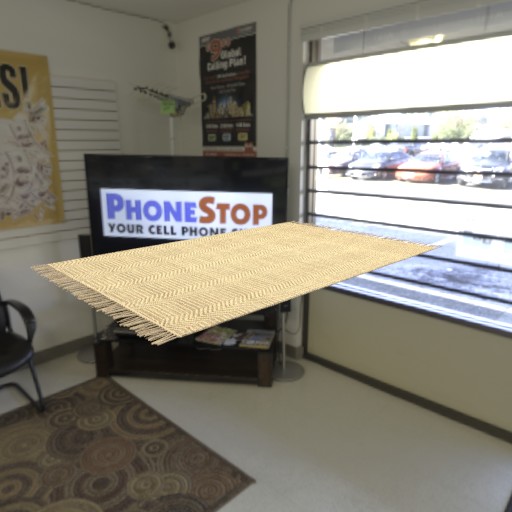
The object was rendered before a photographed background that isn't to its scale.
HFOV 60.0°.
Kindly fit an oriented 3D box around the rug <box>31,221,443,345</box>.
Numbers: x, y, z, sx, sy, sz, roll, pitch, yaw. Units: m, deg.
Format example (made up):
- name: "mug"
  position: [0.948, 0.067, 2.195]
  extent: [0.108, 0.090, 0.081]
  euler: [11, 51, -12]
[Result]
- name: "rug"
  position: [0.000, 0.000, 3.094]
  extent: [2.523, 0.034, 1.528]
  euler: [-13, 19, -42]
